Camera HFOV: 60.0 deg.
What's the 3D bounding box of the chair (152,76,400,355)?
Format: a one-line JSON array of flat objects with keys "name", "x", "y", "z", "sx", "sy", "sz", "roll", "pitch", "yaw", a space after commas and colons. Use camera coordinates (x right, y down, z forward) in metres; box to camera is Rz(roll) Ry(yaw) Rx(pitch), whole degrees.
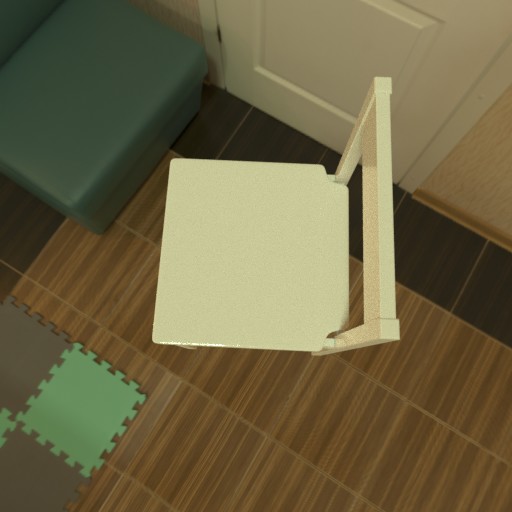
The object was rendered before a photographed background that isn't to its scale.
[{"name": "chair", "x": 0.000, "y": 0.000, "z": 0.889, "sx": 0.361, "sy": 0.668, "sz": 0.367, "roll": 3, "pitch": 76, "yaw": 1}]
